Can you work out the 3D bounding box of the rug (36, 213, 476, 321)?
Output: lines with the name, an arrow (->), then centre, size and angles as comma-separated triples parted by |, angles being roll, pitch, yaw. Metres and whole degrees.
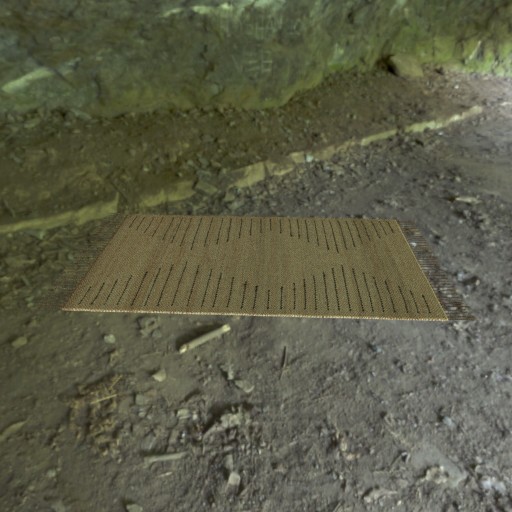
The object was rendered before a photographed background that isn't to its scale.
rug -> 0.000, 0.000, 2.088 | 1.718, 0.017, 0.905 | 1, 30, 2
